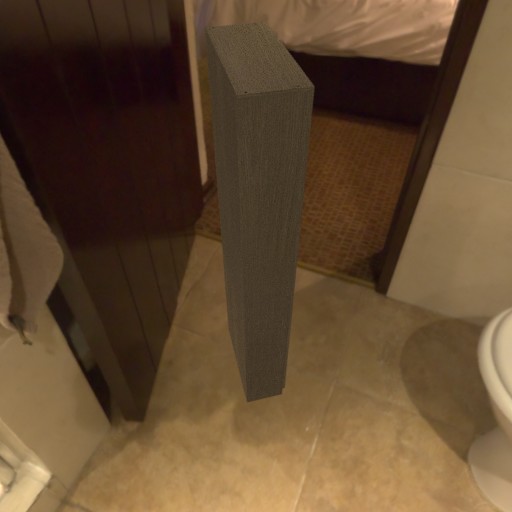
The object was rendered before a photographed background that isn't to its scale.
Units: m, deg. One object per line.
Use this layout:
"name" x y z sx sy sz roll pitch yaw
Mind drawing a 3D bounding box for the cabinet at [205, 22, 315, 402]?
"cabinet" 0.000 0.000 1.998 0.230 1.790 0.500 -10 47 -10
